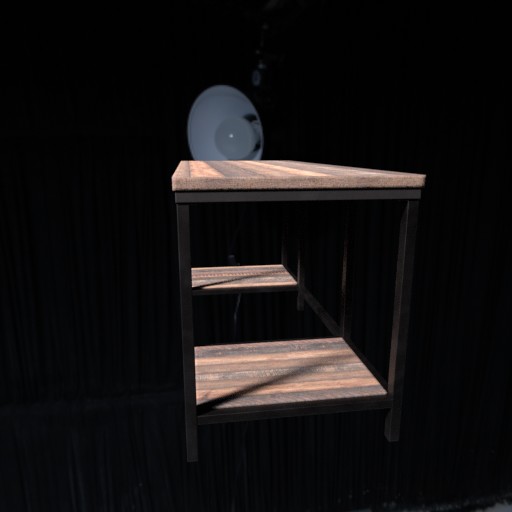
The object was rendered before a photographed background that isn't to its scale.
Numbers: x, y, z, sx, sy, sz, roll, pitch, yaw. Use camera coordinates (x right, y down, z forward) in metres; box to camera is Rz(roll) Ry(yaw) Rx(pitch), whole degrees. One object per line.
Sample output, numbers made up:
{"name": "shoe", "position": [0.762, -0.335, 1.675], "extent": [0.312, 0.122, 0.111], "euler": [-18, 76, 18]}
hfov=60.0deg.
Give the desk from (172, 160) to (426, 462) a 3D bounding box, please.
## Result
{"name": "desk", "position": [0.000, 0.000, 1.877], "extent": [0.617, 0.753, 1.538], "euler": [-2, 14, -8]}
